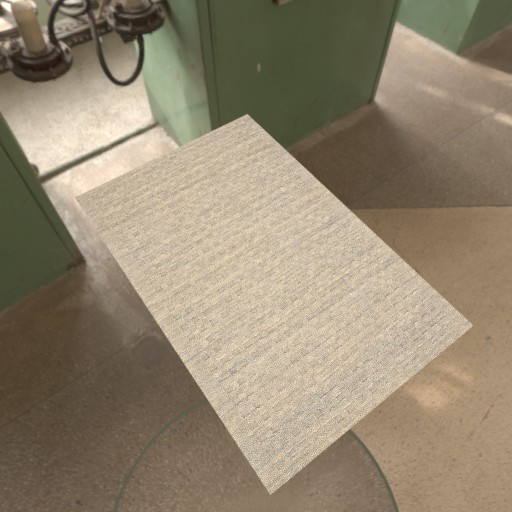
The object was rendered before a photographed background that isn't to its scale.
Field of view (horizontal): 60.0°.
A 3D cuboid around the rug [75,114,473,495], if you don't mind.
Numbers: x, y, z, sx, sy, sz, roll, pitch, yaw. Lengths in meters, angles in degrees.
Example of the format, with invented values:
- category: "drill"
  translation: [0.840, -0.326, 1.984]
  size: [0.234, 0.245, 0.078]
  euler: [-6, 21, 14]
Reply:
- category: "rug"
  translation: [0.000, 0.000, 2.194]
  size: [1.142, 0.006, 1.752]
  euler: [-32, 63, -18]
